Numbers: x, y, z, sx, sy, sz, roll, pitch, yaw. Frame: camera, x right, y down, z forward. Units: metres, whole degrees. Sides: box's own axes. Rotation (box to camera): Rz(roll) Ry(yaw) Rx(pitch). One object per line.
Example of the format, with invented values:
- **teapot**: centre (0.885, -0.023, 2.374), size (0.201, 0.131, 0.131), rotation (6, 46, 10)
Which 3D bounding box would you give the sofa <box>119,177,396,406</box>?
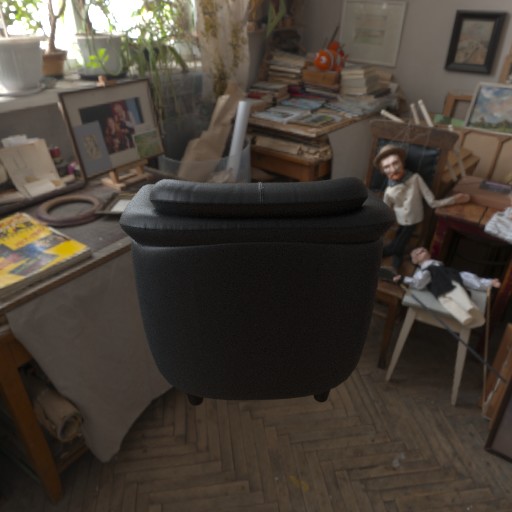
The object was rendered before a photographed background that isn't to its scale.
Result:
- **sofa**: centre (0.000, 0.000, 1.550), size (0.870, 0.811, 0.794), rotation (-1, 31, -2)
